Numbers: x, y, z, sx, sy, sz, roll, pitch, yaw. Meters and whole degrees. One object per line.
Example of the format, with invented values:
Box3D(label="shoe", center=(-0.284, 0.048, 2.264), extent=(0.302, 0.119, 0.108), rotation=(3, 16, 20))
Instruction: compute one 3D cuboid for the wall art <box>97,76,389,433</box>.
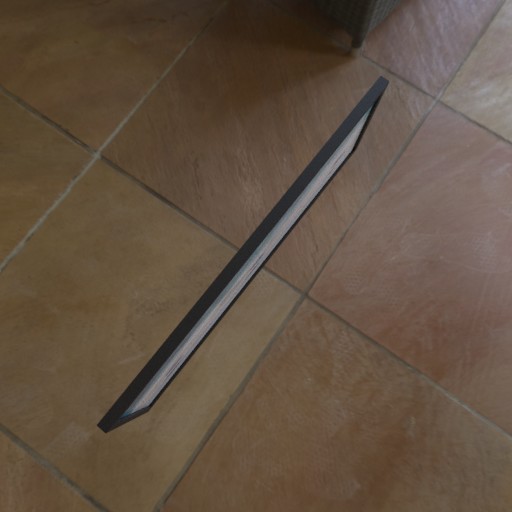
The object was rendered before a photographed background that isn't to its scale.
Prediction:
Box3D(label="wall art", center=(0.000, 0.000, 1.793), extent=(0.041, 0.554, 1.572), rotation=(37, 80, 8))
